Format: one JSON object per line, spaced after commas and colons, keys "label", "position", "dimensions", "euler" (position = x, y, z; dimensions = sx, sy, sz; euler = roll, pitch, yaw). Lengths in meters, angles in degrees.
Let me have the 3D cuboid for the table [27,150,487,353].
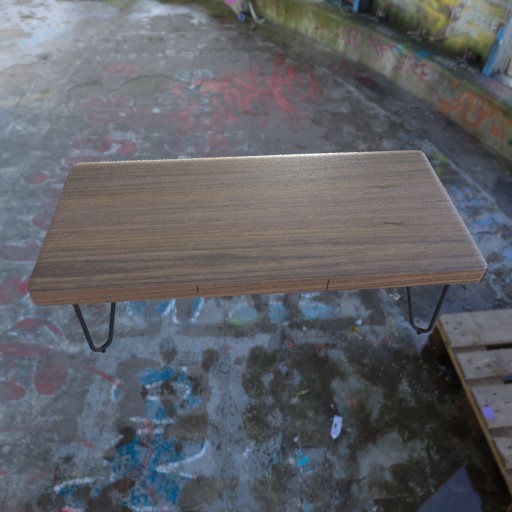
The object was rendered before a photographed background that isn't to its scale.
{"label": "table", "position": [0.000, 0.000, 1.689], "dimensions": [1.375, 0.468, 0.637], "euler": [-3, 47, -3]}
